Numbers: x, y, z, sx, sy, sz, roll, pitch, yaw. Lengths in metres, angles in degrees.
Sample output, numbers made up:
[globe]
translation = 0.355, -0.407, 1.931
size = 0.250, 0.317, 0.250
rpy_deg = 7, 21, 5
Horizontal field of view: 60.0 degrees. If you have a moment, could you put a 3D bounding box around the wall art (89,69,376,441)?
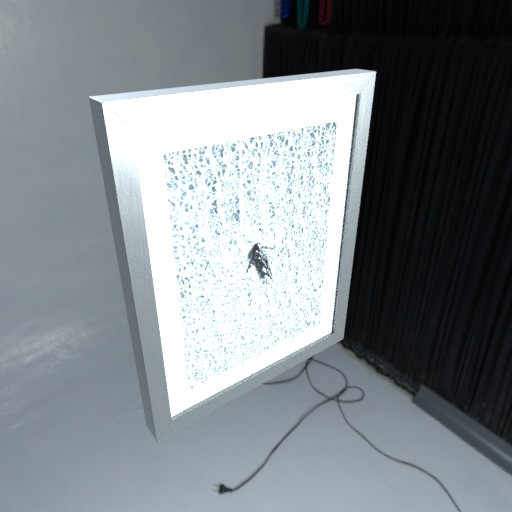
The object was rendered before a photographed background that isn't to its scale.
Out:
[wall art]
translation = 0.000, 0.000, 0.513
size = 0.308, 0.379, 0.030
rpy_deg = -20, 35, -31
